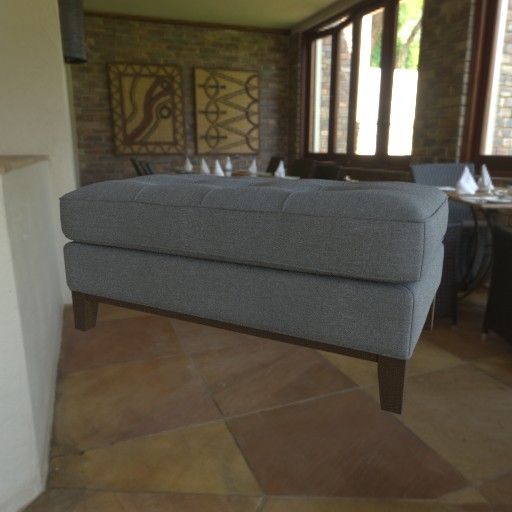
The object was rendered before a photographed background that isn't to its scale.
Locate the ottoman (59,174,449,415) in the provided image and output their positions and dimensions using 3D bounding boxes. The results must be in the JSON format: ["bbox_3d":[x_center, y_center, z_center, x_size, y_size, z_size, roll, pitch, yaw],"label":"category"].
[{"bbox_3d":[0.000,0.000,1.478,1.143,0.514,0.648,7,15,27],"label":"ottoman"}]
